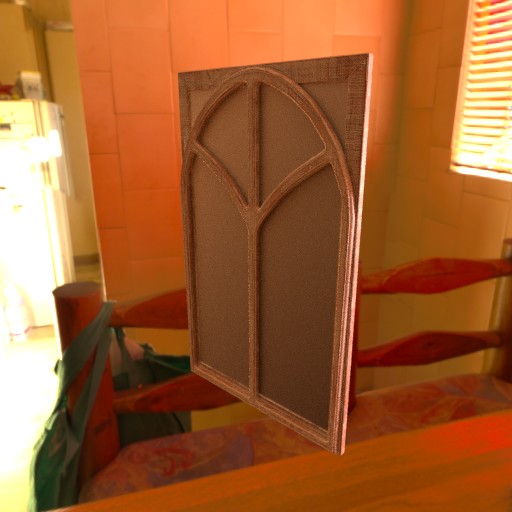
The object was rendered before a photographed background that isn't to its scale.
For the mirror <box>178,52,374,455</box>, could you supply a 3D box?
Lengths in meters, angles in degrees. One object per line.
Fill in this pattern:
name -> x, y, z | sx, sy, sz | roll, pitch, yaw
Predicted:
mirror -> 0.000, 0.000, 0.986 | 0.495, 0.787, 0.058 | 16, 23, 40
